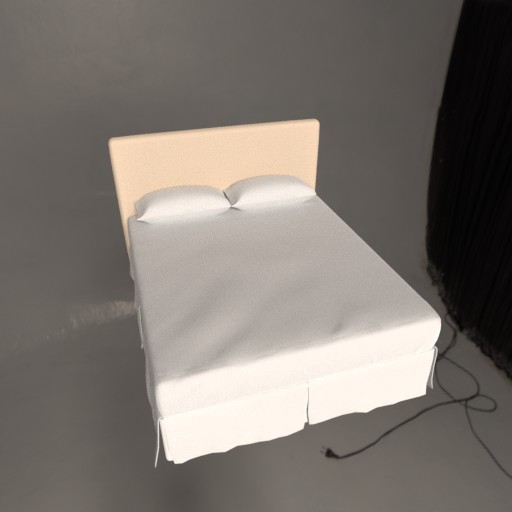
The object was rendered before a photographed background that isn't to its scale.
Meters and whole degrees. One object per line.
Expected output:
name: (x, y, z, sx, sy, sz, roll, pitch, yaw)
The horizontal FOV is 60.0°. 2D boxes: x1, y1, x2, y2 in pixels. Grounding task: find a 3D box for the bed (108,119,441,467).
bed: (0.000, 0.000, 3.268, 1.884, 1.330, 2.142, -10, 34, -15)
